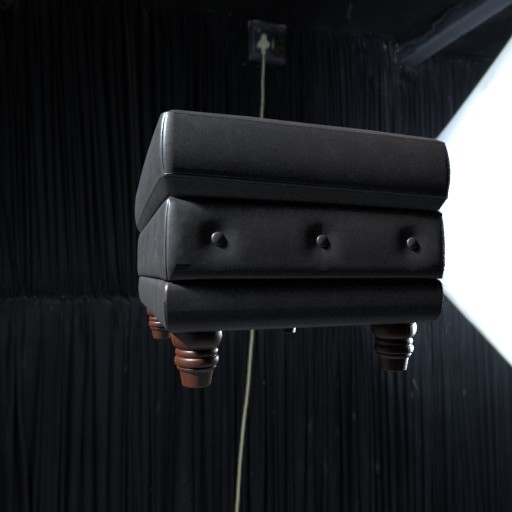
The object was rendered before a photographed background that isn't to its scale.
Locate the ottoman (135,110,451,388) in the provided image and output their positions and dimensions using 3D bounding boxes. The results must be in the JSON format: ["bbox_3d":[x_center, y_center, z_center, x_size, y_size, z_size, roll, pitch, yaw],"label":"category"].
[{"bbox_3d":[0.000,0.000,1.170,0.590,0.498,0.795,1,-2,-18],"label":"ottoman"}]
